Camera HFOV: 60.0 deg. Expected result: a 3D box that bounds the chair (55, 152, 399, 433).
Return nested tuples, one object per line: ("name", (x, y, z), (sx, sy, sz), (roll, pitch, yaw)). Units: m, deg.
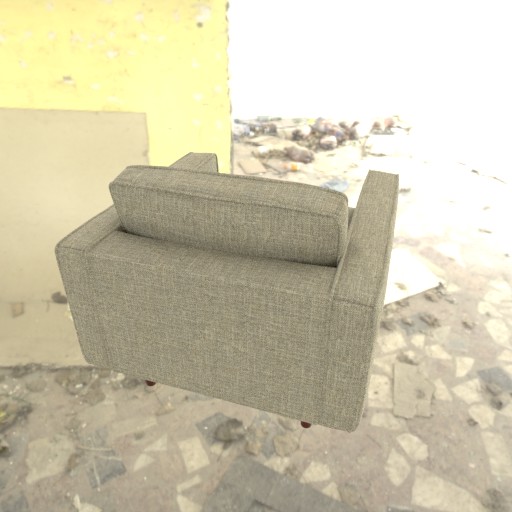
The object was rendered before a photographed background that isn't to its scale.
("chair", (0.000, 0.000, 1.547), (0.889, 0.765, 0.914), (10, 32, 16))
